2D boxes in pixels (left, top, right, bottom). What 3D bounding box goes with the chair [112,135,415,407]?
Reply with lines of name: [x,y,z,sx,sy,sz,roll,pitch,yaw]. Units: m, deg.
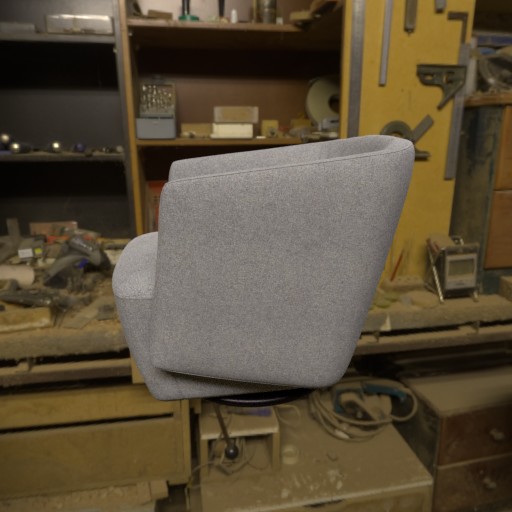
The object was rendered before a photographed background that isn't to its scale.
chair: [0.000,0.000,1.642,0.986,0.861,0.822,-2,16,-8]
